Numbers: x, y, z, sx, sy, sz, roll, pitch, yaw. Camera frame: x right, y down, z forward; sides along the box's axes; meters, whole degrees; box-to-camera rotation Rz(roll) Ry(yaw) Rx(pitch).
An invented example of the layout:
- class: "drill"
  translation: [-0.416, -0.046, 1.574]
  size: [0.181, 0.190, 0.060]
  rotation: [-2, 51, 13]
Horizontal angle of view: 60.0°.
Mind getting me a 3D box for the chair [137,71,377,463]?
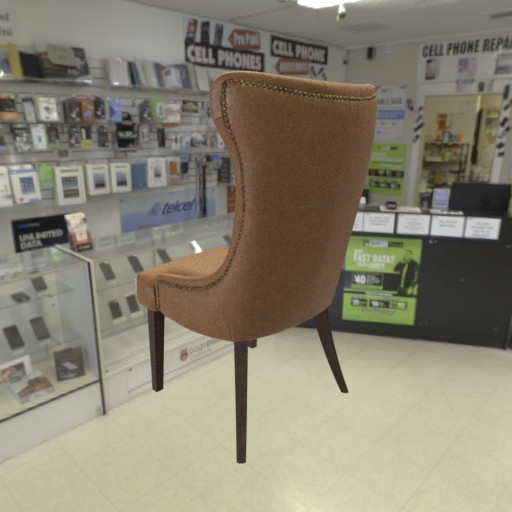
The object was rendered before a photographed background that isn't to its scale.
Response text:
- class: "chair"
  translation: [0.000, 0.000, 1.464]
  size: [0.611, 1.065, 0.669]
  rotation: [-15, 22, -41]
